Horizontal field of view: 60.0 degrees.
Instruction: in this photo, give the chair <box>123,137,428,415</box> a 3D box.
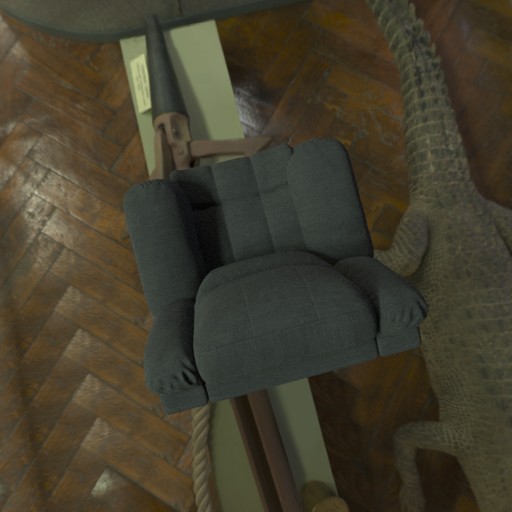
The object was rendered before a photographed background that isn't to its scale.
[{"bbox_3d":[0.000,0.000,1.757,0.899,1.008,0.944,-14,78,-3],"label":"chair"}]
